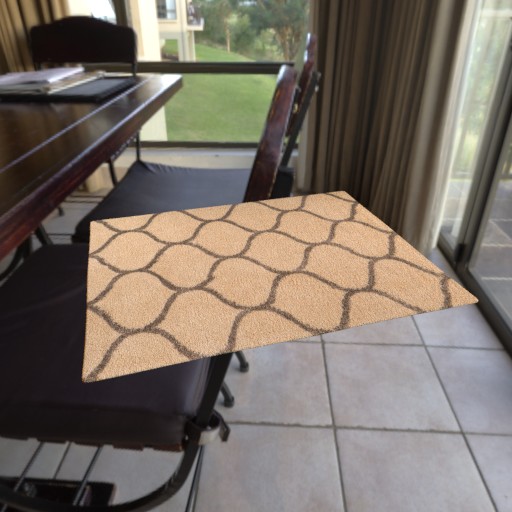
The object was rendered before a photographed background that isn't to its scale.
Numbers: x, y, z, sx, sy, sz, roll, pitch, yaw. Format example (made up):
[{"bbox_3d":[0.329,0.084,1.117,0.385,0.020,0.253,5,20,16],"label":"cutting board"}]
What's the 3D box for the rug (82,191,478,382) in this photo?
[{"bbox_3d":[0.000,0.000,4.142,3.000,0.026,2.399,-9,32,-14],"label":"rug"}]
